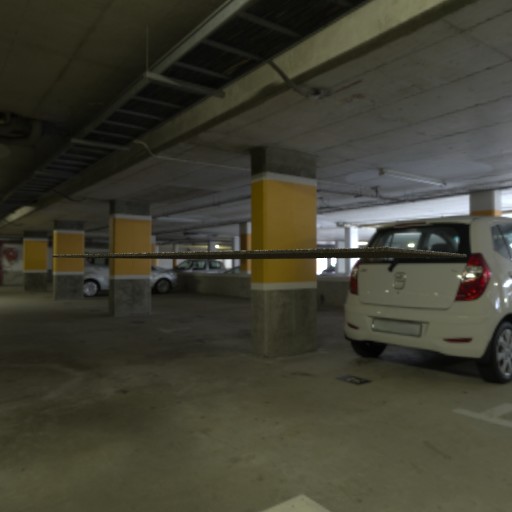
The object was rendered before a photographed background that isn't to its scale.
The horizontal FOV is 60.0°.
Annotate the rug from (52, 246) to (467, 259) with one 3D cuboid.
[{"bbox_3d":[0.000,0.000,2.339,1.832,0.016,1.224,-1,-1,36],"label":"rug"}]
